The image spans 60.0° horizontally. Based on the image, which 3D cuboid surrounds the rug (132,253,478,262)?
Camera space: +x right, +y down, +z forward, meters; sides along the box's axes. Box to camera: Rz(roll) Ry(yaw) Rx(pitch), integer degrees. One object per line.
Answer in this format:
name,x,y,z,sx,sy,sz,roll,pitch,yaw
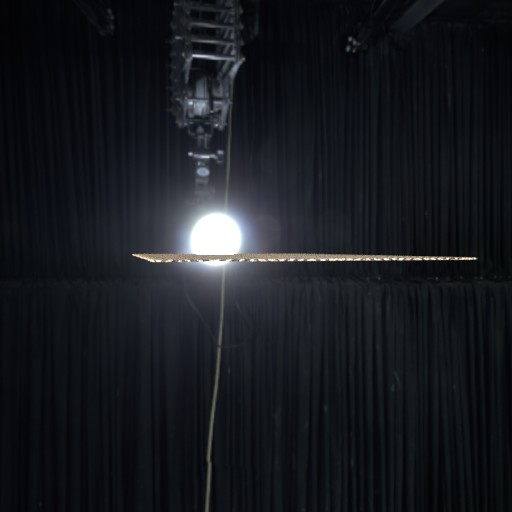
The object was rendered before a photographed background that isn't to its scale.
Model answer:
rug,0.000,0.000,2.368,1.219,0.008,1.828,0,1,-17
